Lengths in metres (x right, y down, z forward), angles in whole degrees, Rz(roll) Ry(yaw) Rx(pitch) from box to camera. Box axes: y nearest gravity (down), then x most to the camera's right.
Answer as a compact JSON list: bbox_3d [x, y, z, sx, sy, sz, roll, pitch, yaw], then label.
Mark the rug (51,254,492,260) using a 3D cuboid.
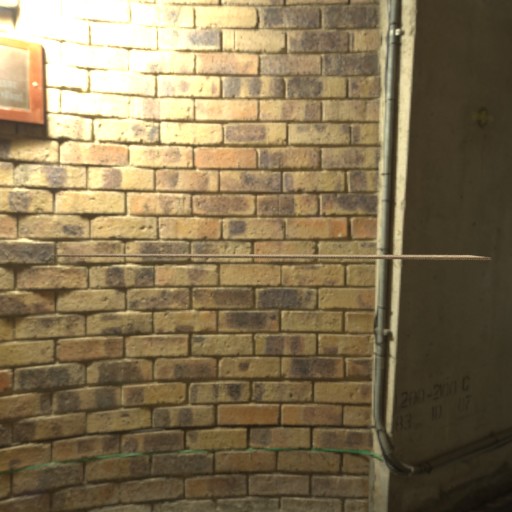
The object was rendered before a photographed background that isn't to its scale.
[{"bbox_3d":[0.000,0.000,2.675,2.435,0.011,0.750,0,1,20],"label":"rug"}]
